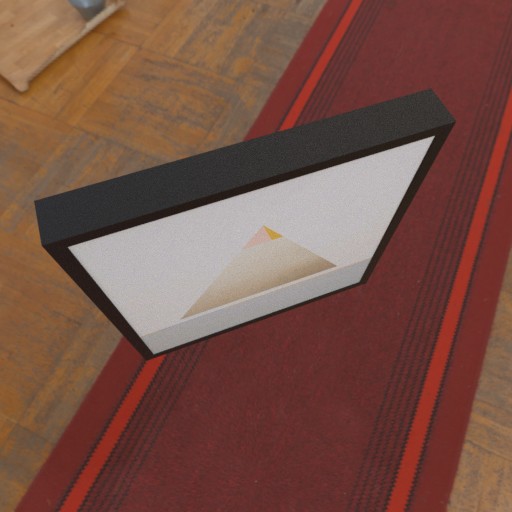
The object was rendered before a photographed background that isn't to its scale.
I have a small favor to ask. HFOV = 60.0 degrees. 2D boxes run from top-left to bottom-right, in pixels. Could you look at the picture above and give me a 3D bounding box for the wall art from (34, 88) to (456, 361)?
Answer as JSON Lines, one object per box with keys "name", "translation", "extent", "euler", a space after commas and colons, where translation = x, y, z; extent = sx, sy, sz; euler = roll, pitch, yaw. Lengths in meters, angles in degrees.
{"name": "wall art", "translation": [0.000, 0.000, 0.448], "extent": [0.304, 0.303, 0.037], "euler": [-18, 65, -9]}
